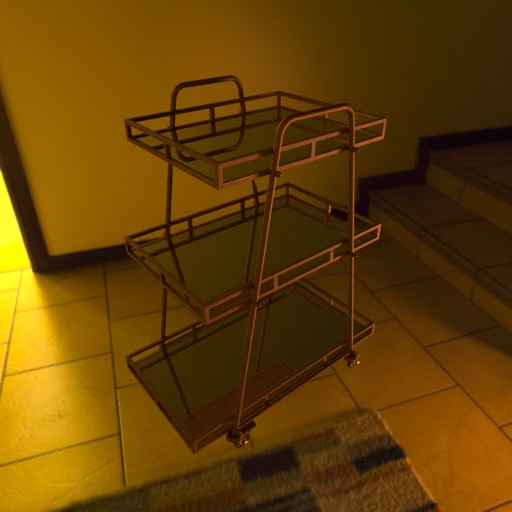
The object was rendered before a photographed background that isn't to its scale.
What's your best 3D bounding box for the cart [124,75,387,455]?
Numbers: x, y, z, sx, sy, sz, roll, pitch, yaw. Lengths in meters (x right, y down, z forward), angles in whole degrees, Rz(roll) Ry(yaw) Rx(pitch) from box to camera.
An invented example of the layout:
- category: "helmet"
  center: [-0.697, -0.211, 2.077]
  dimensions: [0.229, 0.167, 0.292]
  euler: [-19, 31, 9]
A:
- category: "cart"
  center: [0.000, 0.000, 1.243]
  dimensions: [0.711, 0.883, 0.441]
  euler: [-23, 39, -32]
